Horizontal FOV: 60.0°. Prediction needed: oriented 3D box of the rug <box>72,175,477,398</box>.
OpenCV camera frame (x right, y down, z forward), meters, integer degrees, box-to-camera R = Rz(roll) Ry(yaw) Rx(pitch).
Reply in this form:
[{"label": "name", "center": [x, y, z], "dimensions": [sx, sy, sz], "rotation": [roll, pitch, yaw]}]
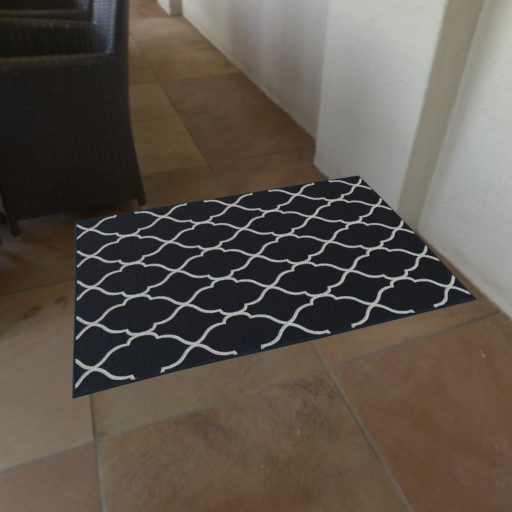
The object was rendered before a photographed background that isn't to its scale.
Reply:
[{"label": "rug", "center": [0.000, 0.000, 2.921], "dimensions": [2.290, 0.014, 1.526], "rotation": [-11, 41, -13]}]
